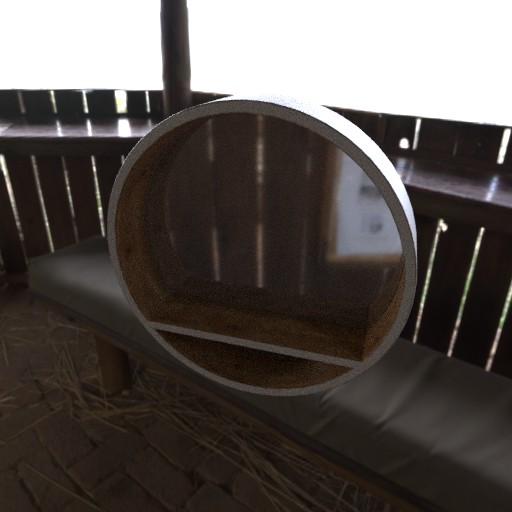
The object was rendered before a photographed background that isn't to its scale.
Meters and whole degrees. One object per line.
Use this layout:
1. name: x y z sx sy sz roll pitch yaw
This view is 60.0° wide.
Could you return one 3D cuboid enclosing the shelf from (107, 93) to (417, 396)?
1. shelf: 0.000 0.000 1.182 0.806 0.807 0.158 8 27 16
